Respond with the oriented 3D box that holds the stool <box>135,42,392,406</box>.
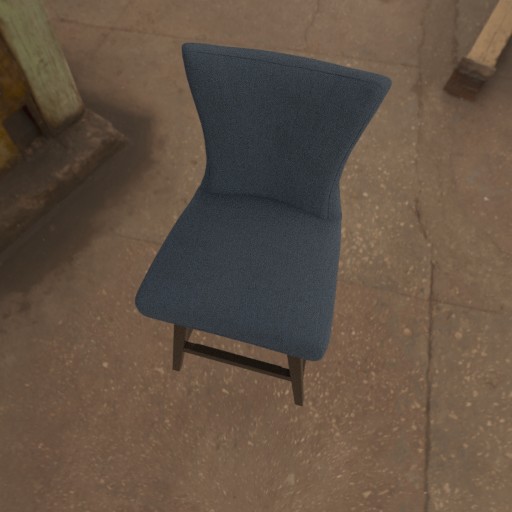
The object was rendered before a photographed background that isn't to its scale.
[{"bbox_3d":[0.000,0.000,1.330,0.514,1.000,0.574,13,60,8],"label":"stool"}]
